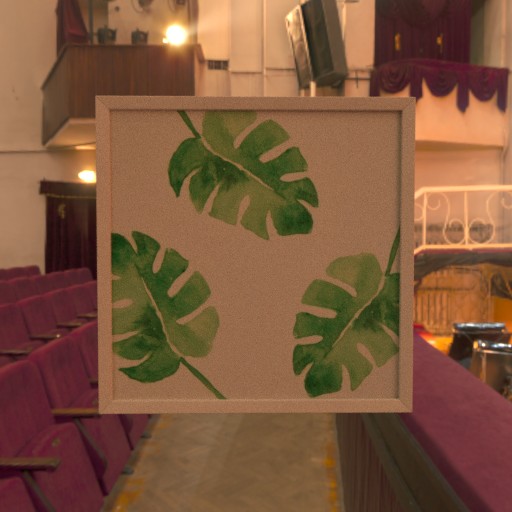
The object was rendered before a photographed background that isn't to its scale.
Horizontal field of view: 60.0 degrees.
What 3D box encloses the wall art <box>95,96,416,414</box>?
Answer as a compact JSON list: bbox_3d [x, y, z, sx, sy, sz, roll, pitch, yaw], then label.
[{"bbox_3d":[0.000,0.000,0.445,0.305,0.305,0.038,0,2,-1],"label":"wall art"}]
